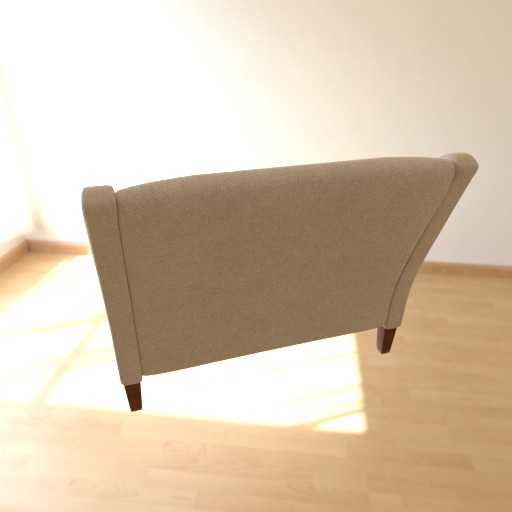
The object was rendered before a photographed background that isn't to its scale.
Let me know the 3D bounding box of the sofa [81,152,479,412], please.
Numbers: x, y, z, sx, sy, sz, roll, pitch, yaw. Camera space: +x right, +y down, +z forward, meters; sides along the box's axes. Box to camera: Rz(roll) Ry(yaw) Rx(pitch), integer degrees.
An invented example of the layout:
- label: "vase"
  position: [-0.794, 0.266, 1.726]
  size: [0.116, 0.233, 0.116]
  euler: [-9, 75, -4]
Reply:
- label: "sofa"
  position: [0.000, 0.000, 1.849]
  size: [1.212, 0.976, 0.946]
  euler: [-8, 28, -16]
